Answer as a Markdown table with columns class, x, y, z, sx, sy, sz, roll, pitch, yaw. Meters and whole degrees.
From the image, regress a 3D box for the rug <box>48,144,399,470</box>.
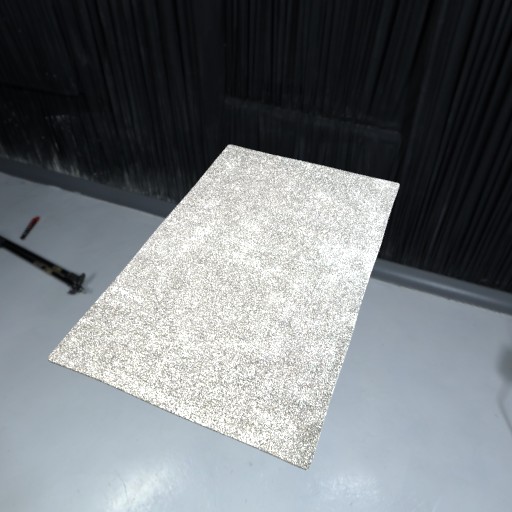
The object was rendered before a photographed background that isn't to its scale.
| class | x | y | z | sx | sy | sz | roll | pitch | yaw |
| --- | --- | --- | --- | --- | --- | --- | --- | --- | --- |
| rug | 0.000 | 0.000 | 2.979 | 1.502 | 0.025 | 2.350 | 17 | 48 | 16 |
